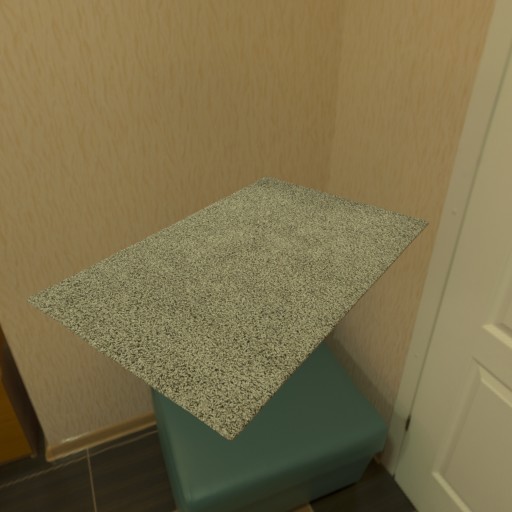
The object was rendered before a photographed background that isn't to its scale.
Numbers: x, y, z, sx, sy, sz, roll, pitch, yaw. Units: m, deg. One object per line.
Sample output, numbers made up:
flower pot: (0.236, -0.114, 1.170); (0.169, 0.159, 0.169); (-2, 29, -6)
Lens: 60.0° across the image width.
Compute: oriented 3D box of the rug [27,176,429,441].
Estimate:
rug: (0.000, 0.000, 3.436); (1.778, 0.030, 2.743); (22, 38, 31)
